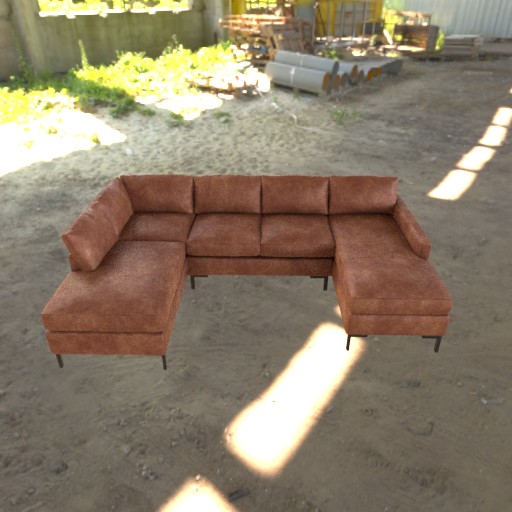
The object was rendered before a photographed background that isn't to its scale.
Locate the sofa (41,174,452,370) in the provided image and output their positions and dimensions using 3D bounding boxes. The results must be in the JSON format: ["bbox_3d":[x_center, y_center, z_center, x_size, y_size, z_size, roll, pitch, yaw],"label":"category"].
[{"bbox_3d":[0.000,0.000,3.876,2.956,0.900,1.939,1,30,1],"label":"sofa"}]
